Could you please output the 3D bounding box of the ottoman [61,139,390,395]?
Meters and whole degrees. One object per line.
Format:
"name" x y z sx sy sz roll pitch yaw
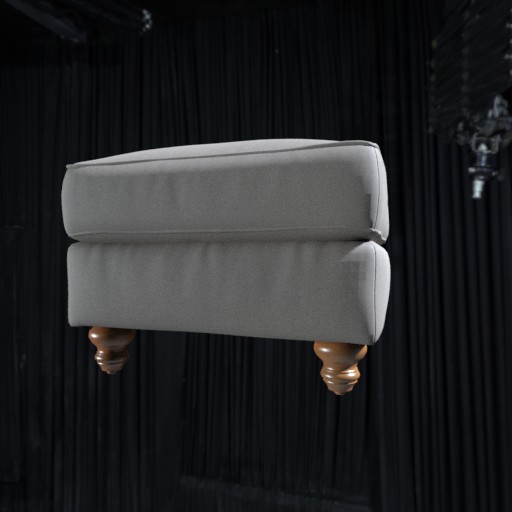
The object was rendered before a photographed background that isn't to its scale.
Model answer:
"ottoman" 0.000 0.000 1.142 0.662 0.505 0.721 0 0 17
